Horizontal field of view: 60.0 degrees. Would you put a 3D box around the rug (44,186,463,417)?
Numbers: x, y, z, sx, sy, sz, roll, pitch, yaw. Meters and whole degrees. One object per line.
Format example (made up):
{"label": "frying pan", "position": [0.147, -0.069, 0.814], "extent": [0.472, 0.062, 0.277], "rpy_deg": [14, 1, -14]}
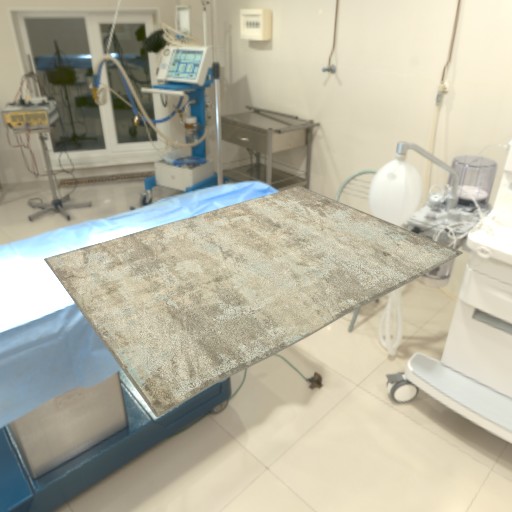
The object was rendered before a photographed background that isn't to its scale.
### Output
{"label": "rug", "position": [0.000, 0.000, 4.306], "extent": [3.307, 0.013, 2.393], "rpy_deg": [-21, 35, -32]}
